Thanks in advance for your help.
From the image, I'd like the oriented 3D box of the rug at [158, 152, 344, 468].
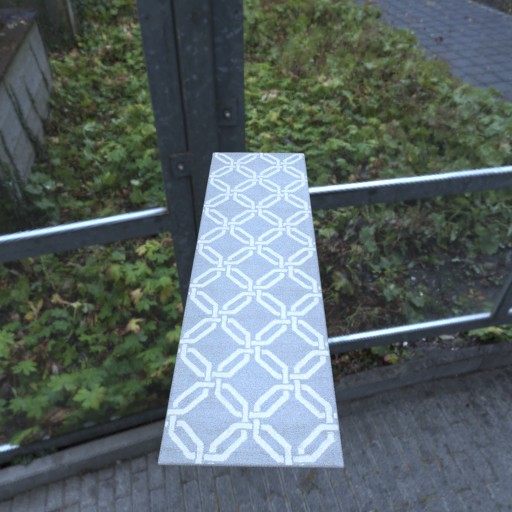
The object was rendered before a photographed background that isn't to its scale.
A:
[{"bbox_3d":[0.000,0.000,2.451,0.678,0.014,2.276,1,42,1],"label":"rug"}]
